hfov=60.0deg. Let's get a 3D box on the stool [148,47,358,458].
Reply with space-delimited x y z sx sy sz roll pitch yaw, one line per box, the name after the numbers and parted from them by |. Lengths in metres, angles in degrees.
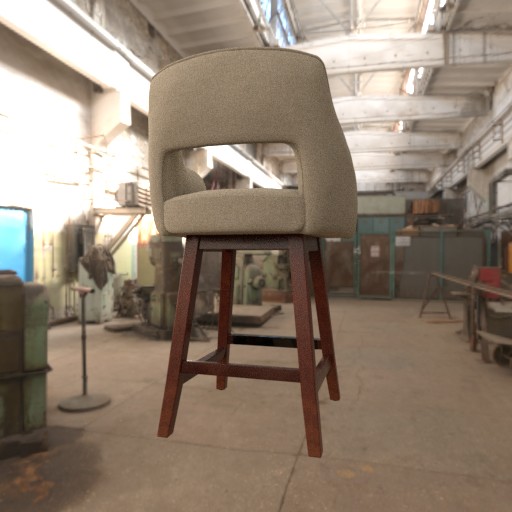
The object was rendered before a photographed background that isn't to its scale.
0.000 0.000 1.257 0.550 0.936 0.560 0 0 16 | stool
